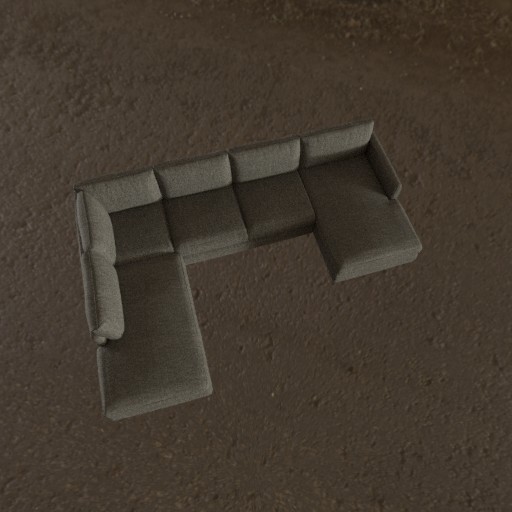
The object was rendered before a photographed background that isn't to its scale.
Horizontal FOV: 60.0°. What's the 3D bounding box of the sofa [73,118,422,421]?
[{"bbox_3d":[0.000,0.000,3.643,2.737,0.756,1.879,-14,65,-7],"label":"sofa"}]
